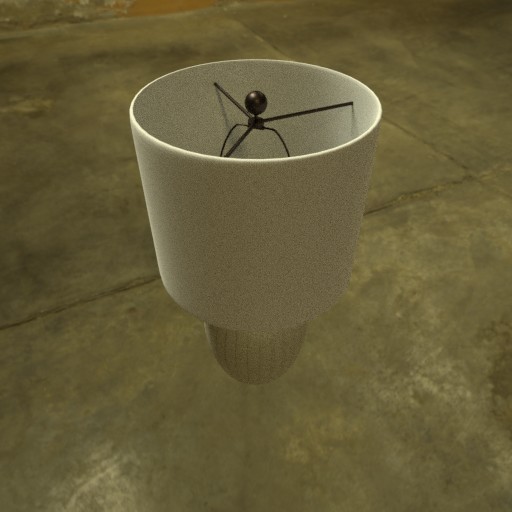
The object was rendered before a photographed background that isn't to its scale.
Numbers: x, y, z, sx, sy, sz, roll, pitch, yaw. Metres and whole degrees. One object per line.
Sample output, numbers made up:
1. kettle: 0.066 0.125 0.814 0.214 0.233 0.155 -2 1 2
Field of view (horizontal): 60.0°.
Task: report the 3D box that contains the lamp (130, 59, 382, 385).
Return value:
1. lamp: 0.000 0.000 0.765 0.329 0.570 0.329 14 43 15
